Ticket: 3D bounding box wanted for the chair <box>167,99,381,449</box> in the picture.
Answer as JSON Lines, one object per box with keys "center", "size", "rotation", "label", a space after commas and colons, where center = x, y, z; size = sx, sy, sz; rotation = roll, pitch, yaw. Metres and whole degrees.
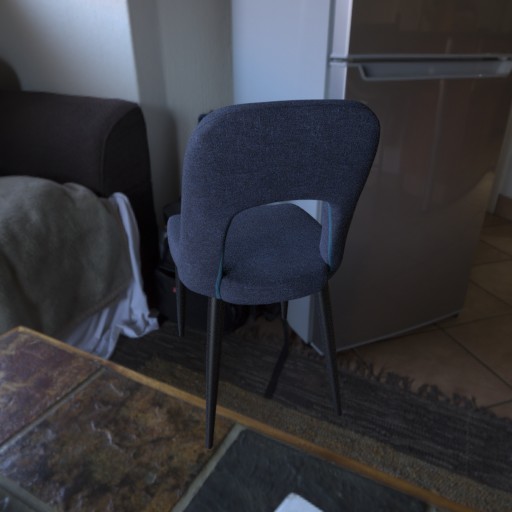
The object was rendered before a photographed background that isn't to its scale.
{"center": [0.000, 0.000, 1.283], "size": [0.470, 0.931, 0.612], "rotation": [-8, 28, -14], "label": "chair"}
